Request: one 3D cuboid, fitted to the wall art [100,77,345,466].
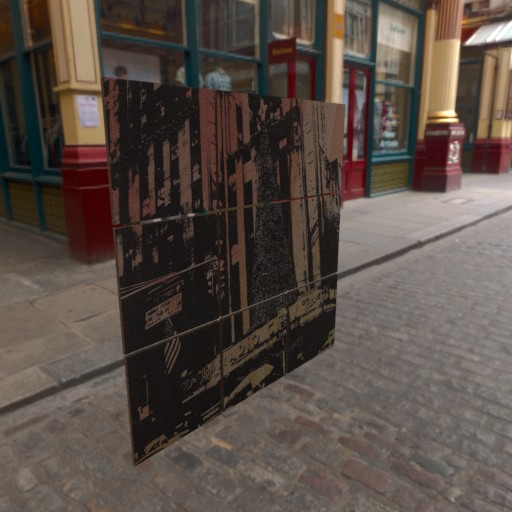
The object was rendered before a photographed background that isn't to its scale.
[{"bbox_3d":[0.000,0.000,2.211,0.017,1.521,1.527,13,19,41],"label":"wall art"}]
